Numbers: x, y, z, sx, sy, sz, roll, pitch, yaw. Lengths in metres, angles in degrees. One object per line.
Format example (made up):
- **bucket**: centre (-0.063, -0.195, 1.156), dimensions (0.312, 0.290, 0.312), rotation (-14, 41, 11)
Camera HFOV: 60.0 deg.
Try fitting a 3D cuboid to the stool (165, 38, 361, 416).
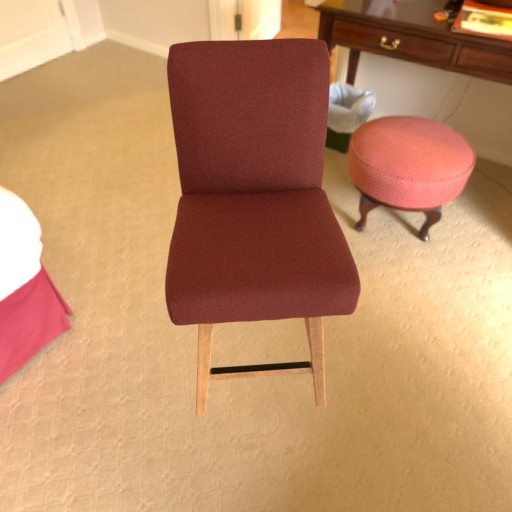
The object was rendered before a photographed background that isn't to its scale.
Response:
- **stool**: centre (0.000, 0.000, 1.308), dimensions (0.468, 1.038, 0.562), rotation (-3, 46, -3)
